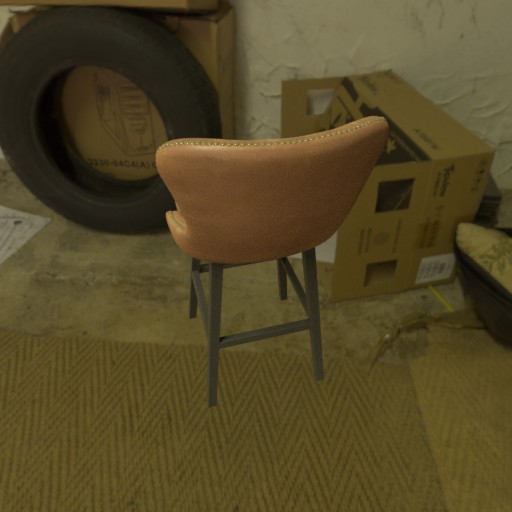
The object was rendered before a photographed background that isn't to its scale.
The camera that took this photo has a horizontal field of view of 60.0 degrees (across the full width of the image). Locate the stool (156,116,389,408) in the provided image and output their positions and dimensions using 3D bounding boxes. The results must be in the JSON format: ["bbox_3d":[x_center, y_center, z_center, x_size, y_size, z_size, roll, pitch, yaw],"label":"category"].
[{"bbox_3d":[0.000,0.000,1.400,0.528,1.050,0.601,-10,41,-12],"label":"stool"}]
